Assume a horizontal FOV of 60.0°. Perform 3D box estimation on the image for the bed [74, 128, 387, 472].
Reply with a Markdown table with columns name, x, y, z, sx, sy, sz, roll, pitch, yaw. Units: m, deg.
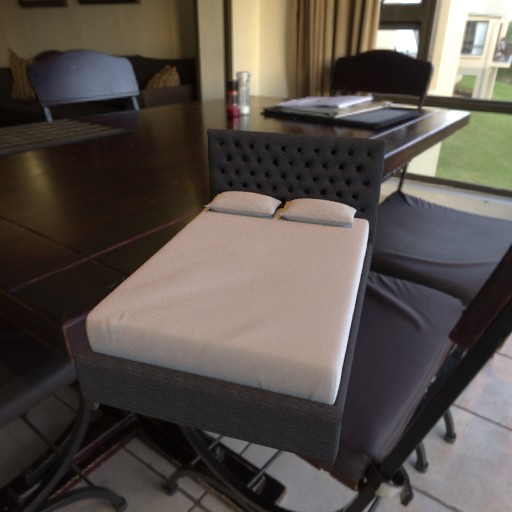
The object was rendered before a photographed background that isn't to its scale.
| name | x | y | z | sx | sy | sz | roll | pitch | yaw |
| --- | --- | --- | --- | --- | --- | --- | --- | --- | --- |
| bed | 0.000 | 0.000 | 3.434 | 1.698 | 1.427 | 2.387 | 8 | 28 | 15 |
